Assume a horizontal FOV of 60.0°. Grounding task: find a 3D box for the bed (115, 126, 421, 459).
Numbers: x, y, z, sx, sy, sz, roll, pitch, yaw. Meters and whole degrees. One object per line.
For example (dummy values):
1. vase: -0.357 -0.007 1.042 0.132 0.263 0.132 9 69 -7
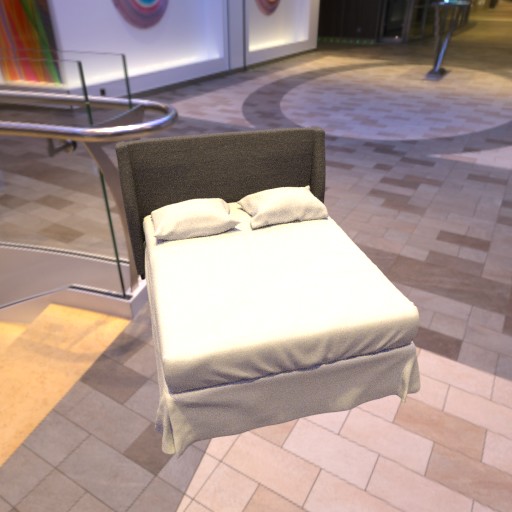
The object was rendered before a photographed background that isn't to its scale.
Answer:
1. bed: 0.000 0.000 3.466 1.925 1.332 2.276 -8 32 -13
